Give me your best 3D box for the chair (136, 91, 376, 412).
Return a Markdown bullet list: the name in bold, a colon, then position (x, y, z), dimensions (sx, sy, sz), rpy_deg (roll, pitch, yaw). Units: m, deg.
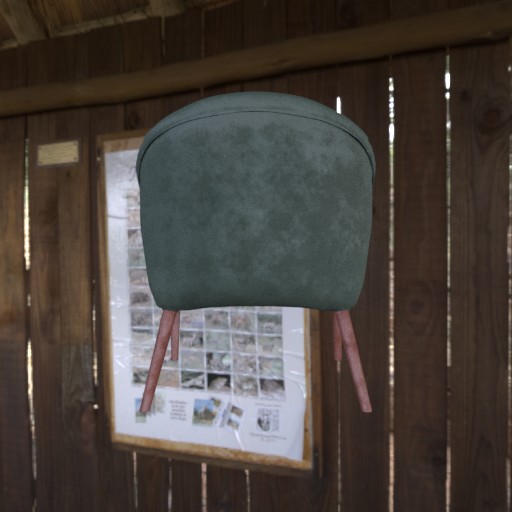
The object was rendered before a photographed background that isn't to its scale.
- **chair**: position (0.000, 0.000, 1.528), dimensions (0.851, 0.885, 0.776), rpy_deg (0, 1, 0)
